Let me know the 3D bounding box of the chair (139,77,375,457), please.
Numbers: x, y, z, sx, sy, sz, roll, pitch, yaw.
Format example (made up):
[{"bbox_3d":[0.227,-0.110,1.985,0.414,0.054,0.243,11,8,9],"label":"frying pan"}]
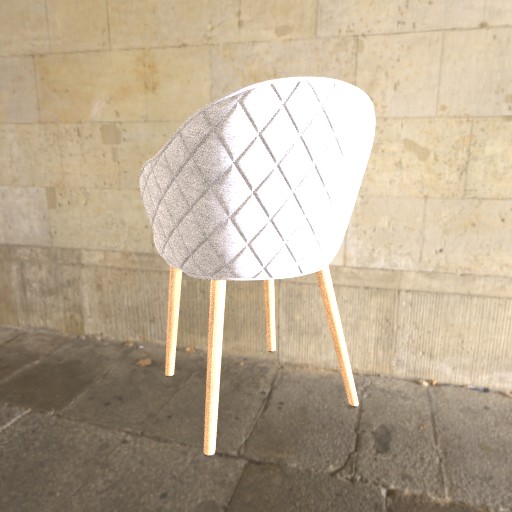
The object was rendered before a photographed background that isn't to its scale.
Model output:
[{"bbox_3d":[0.000,0.000,1.147,0.540,0.800,0.530,-7,15,-27],"label":"chair"}]
